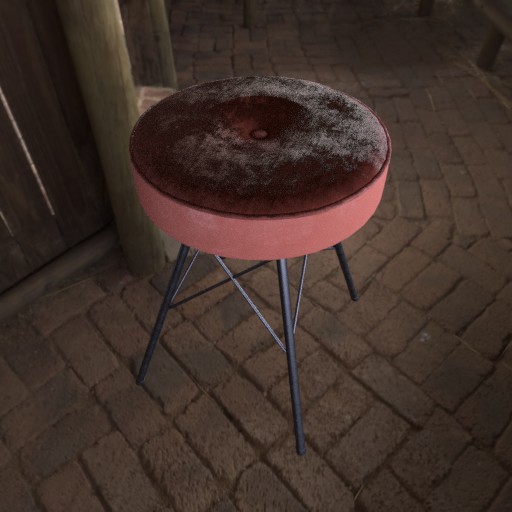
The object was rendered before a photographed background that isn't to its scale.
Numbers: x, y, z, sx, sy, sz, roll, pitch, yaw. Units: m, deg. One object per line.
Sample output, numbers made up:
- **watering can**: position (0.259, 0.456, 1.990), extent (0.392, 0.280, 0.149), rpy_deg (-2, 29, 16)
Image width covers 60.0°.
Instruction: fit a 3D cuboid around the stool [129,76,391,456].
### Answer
- **stool**: position (0.000, 0.000, 0.901), extent (0.421, 0.593, 0.457), rpy_deg (17, 49, 16)
